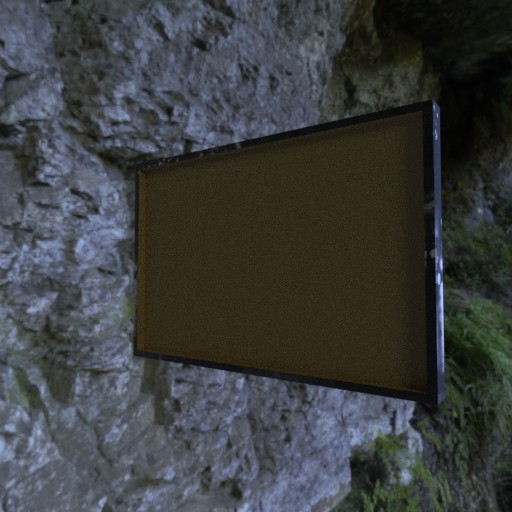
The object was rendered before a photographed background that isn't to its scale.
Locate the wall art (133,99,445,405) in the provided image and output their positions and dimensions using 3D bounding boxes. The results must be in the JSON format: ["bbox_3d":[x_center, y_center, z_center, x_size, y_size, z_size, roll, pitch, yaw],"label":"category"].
[{"bbox_3d":[0.000,0.000,0.776,0.609,0.406,0.037,-2,-3,36],"label":"wall art"}]
